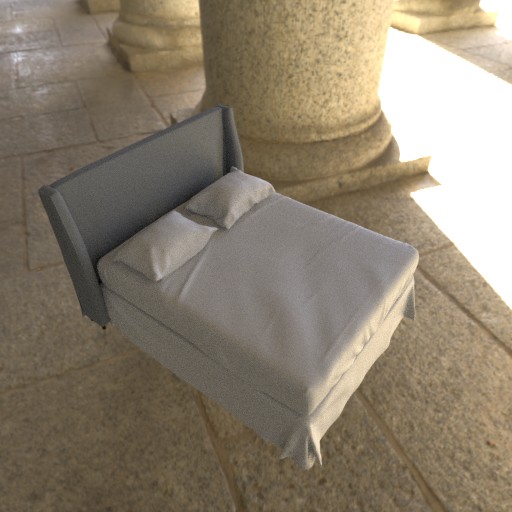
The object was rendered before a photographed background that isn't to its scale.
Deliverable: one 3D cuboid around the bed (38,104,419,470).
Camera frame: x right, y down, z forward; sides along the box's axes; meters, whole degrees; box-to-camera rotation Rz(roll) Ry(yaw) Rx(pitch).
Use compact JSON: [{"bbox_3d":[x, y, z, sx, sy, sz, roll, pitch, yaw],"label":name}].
[{"bbox_3d":[0.000,0.000,3.439,2.276,1.332,1.925,26,47,28],"label":"bed"}]
